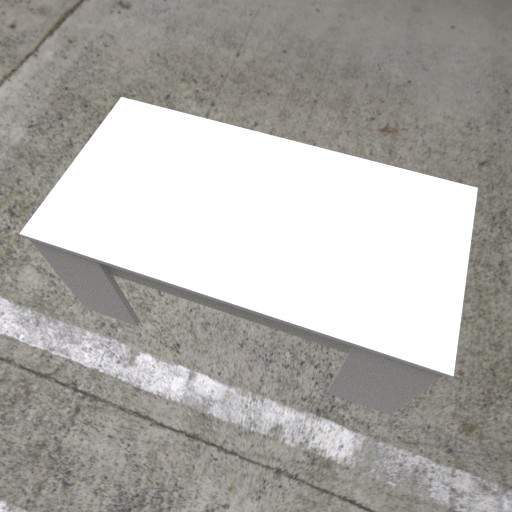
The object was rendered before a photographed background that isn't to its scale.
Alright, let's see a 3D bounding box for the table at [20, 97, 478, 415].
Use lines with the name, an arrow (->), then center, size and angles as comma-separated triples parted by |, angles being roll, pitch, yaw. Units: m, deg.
table -> 0.000, 0.000, 1.262 | 1.000, 0.440, 0.500 | 17, 61, 10
